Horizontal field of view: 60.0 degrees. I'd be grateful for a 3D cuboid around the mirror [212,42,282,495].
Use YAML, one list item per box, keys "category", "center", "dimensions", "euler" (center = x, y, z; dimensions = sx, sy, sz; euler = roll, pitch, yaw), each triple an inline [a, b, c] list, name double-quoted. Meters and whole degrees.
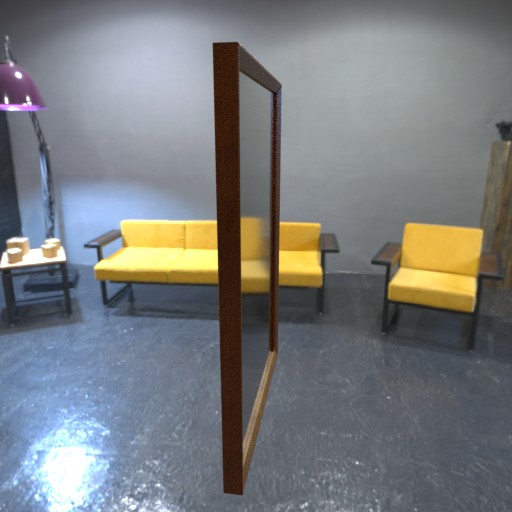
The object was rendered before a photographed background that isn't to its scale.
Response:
- category: "mirror"
  center: [0.000, 0.000, 0.907]
  dimensions: [0.039, 0.711, 0.508]
  euler: [3, 16, 9]
